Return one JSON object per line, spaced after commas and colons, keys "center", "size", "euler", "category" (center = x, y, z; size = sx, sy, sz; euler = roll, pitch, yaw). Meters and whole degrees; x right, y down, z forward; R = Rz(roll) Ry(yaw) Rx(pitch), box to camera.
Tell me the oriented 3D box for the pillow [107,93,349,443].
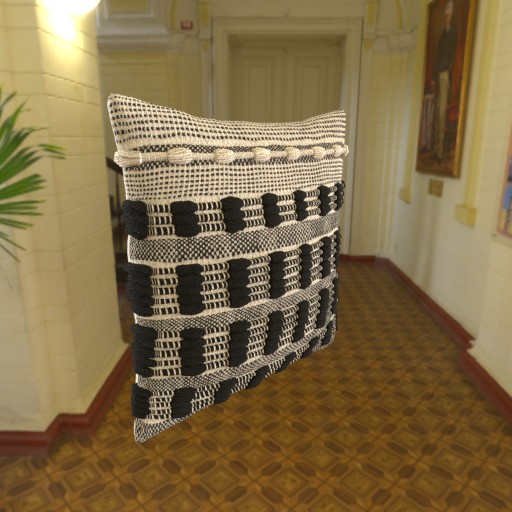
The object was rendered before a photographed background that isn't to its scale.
{"center": [0.000, 0.000, 0.670], "size": [0.436, 0.438, 0.156], "euler": [-14, 20, -42], "category": "pillow"}
